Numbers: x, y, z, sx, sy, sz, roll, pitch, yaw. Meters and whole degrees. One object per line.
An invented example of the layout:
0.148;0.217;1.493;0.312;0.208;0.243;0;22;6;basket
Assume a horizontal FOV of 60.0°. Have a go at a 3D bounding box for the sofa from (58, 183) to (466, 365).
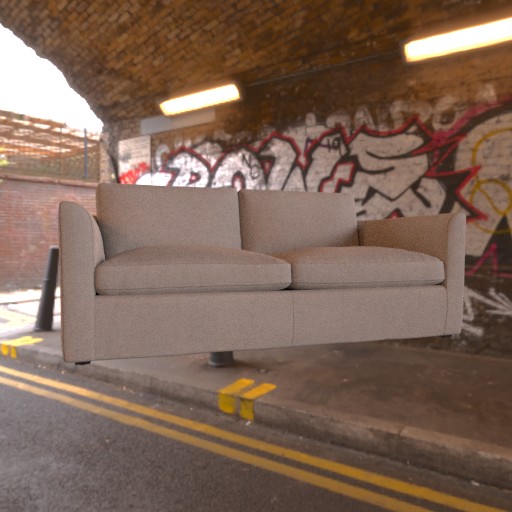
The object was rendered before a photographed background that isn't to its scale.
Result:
0.000;0.000;2.458;1.905;0.839;1.091;0;1;-18;sofa
